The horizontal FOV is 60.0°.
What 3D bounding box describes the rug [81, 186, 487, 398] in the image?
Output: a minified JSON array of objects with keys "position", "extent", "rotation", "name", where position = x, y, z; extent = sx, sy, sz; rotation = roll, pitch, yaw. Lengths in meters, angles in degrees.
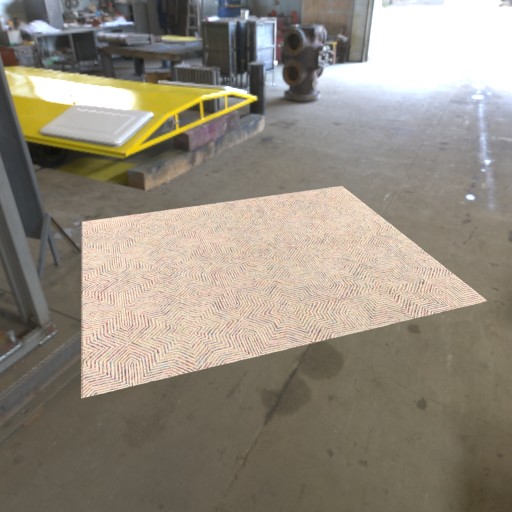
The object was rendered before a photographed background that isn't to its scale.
[{"position":[0.000,0.000,4.080],"extent":[3.046,0.008,2.442],"rotation":[-10,33,-16],"name":"rug"}]
